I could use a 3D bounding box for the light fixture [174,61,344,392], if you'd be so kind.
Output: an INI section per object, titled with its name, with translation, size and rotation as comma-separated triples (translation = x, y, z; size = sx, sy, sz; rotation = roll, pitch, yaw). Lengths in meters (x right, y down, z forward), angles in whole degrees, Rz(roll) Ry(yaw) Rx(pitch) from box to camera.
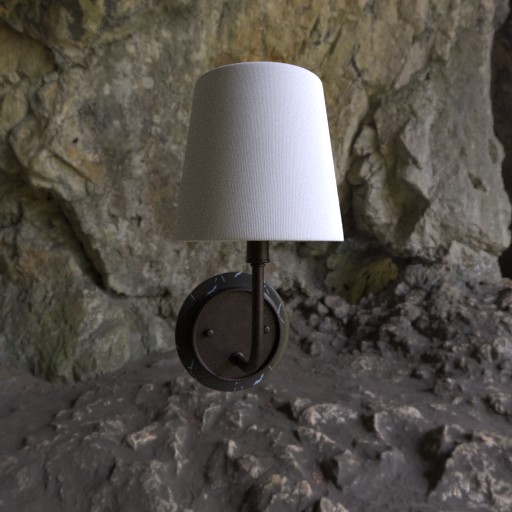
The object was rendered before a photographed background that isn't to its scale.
[light fixture]
translation = 0.000, 0.000, 0.455
size = 0.168, 0.337, 0.188
rotation = 0, 2, -17
